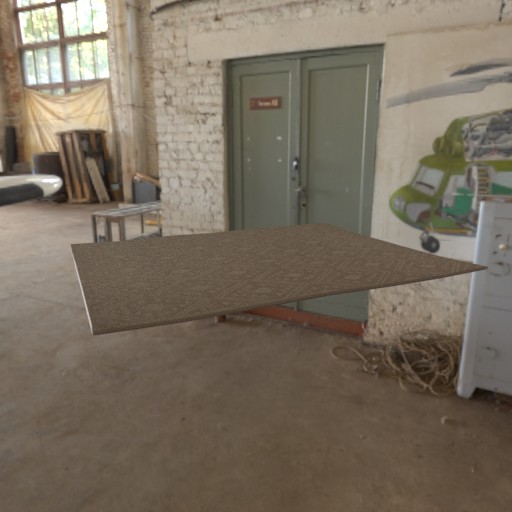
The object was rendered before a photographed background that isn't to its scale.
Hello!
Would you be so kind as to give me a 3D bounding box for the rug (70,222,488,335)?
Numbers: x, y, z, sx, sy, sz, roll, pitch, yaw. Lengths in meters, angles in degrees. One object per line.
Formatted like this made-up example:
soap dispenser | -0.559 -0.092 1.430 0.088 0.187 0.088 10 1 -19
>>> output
rug | 0.000 0.000 4.009 3.011 0.054 2.399 -6 15 -24
